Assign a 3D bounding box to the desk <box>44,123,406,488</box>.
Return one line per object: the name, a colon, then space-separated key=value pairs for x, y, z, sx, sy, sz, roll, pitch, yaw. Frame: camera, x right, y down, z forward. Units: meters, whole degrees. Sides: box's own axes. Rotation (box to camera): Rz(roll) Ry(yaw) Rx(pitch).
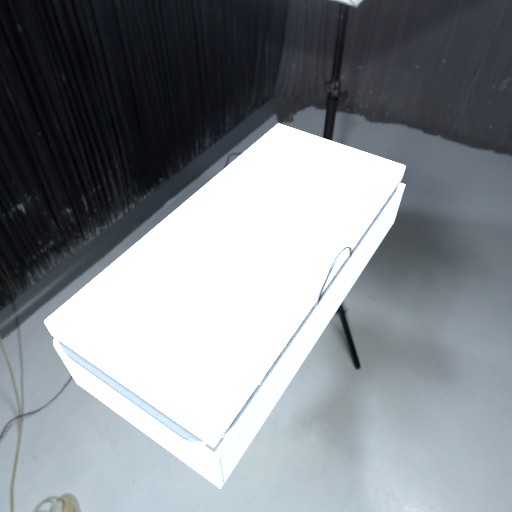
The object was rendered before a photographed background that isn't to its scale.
desk: x=0.000 y=0.000 z=2.304 sx=0.900 sy=0.526 sz=1.900 roll=25 pitch=52 yaw=22
